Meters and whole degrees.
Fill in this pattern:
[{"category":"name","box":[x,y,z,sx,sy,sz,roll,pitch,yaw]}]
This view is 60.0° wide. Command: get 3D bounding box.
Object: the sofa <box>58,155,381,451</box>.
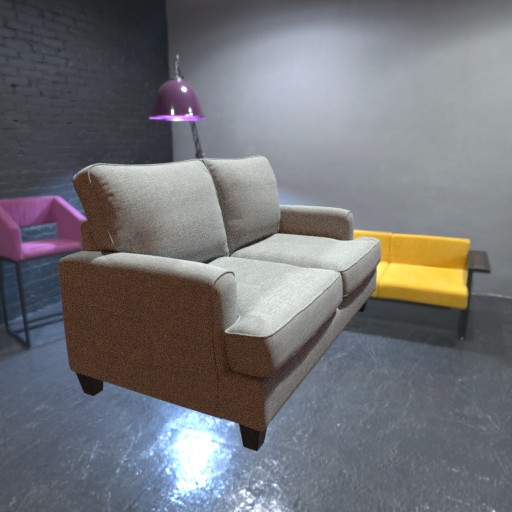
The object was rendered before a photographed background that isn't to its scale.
[{"category":"sofa","box":[0.000,0.000,2.252,0.965,0.965,1.651,7,16,26]}]
